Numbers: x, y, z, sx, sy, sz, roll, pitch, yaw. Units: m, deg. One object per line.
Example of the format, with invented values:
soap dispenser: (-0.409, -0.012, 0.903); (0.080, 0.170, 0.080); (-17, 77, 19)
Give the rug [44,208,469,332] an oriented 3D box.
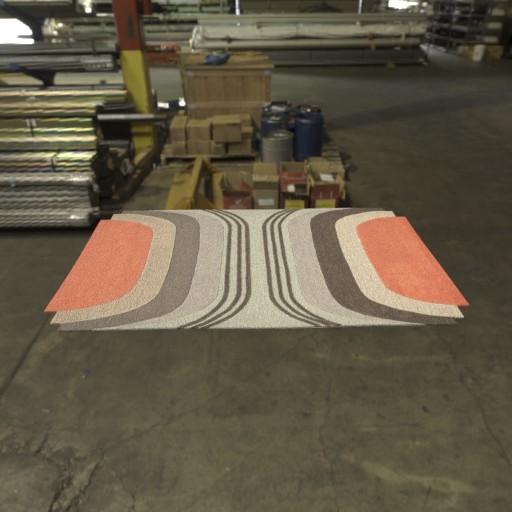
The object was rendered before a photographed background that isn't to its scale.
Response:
rug: (0.000, 0.000, 3.051); (2.446, 0.017, 1.530); (-1, 31, -1)
